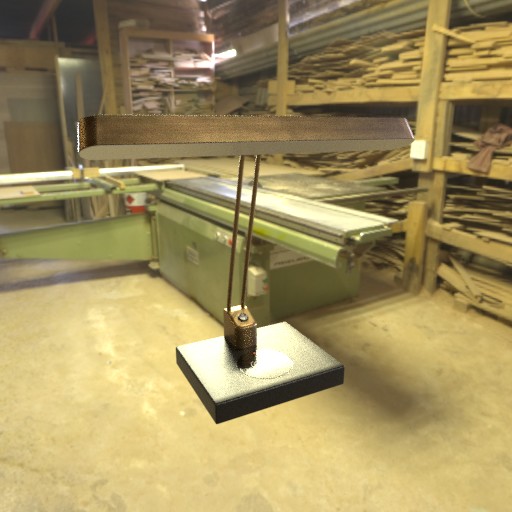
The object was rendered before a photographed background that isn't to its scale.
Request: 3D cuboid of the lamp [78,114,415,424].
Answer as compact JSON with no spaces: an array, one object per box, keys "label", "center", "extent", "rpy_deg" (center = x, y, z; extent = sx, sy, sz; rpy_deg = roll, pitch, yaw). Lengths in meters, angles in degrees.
[{"label":"lamp","center":[0.000,0.000,0.574],"extent":[0.412,0.345,0.156],"rpy_deg":[-8,19,-26]}]
